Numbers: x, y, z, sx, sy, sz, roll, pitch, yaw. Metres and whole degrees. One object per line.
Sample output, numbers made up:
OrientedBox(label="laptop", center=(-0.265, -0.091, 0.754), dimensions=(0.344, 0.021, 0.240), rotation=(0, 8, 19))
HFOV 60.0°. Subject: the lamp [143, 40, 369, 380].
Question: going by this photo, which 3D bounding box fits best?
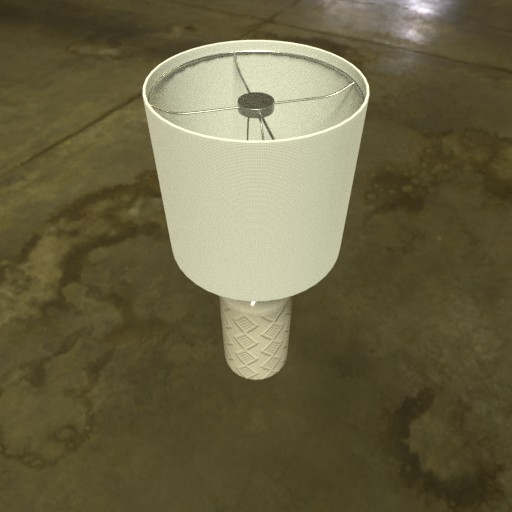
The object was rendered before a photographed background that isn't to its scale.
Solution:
OrientedBox(label="lamp", center=(0.000, 0.000, 0.574), dimensions=(0.207, 0.461, 0.207), rotation=(-10, 47, -10))
